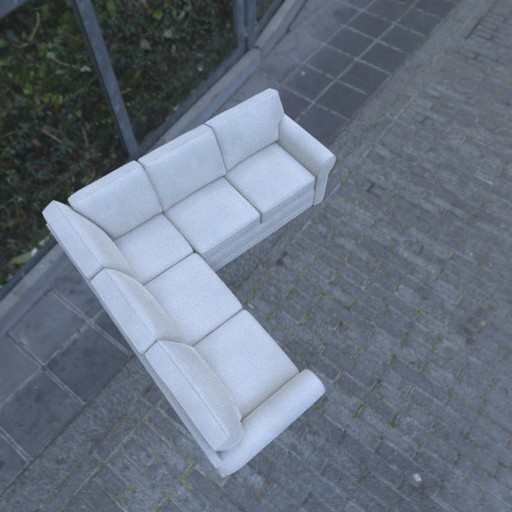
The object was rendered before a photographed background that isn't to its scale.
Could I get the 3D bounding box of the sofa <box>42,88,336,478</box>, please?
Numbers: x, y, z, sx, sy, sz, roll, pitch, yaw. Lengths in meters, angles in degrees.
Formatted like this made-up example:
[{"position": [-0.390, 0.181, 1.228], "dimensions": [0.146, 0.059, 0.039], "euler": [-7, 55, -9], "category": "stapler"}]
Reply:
[{"position": [0.000, 0.000, 3.882], "dimensions": [2.569, 1.054, 2.487], "euler": [-35, 65, -19], "category": "sofa"}]
